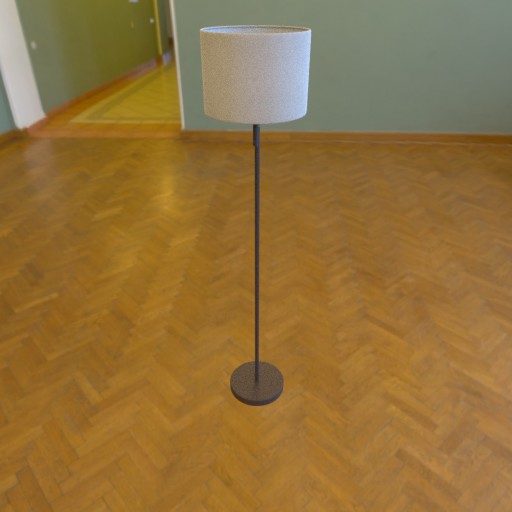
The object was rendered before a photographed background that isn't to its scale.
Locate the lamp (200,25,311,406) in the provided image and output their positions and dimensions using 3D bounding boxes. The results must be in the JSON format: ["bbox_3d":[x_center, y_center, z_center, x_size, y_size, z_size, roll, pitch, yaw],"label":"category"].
[{"bbox_3d":[0.000,0.000,1.745,0.324,1.600,0.416,1,31,2],"label":"lamp"}]
